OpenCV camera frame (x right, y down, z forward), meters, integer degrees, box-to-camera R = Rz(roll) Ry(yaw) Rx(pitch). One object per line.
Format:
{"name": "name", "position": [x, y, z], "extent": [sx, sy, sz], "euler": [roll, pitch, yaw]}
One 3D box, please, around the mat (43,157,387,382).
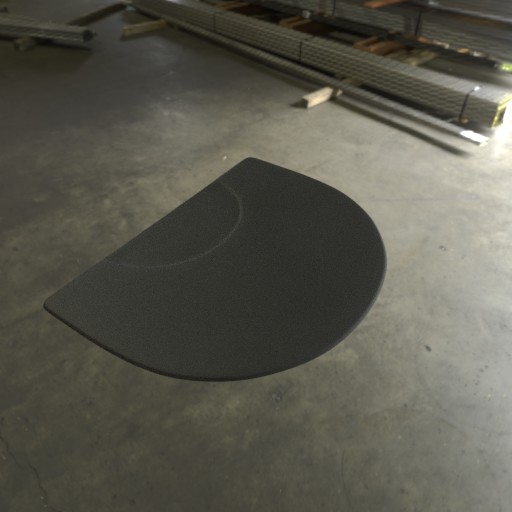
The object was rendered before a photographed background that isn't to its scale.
{"name": "mat", "position": [0.000, 0.000, 1.651], "extent": [0.917, 0.016, 1.220], "euler": [24, 47, 25]}
